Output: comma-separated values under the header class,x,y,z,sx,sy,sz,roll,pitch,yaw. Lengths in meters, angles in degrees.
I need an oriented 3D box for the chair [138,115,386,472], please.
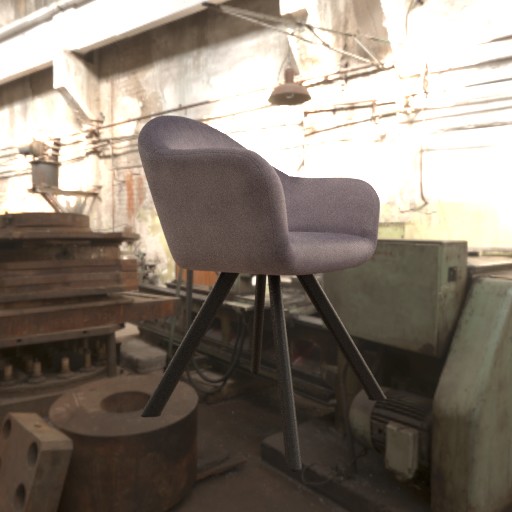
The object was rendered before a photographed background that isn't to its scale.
class,x,y,z,sx,sy,sz,roll,pitch,yaw
chair,0.000,0.000,1.159,0.540,0.780,0.570,2,3,36
